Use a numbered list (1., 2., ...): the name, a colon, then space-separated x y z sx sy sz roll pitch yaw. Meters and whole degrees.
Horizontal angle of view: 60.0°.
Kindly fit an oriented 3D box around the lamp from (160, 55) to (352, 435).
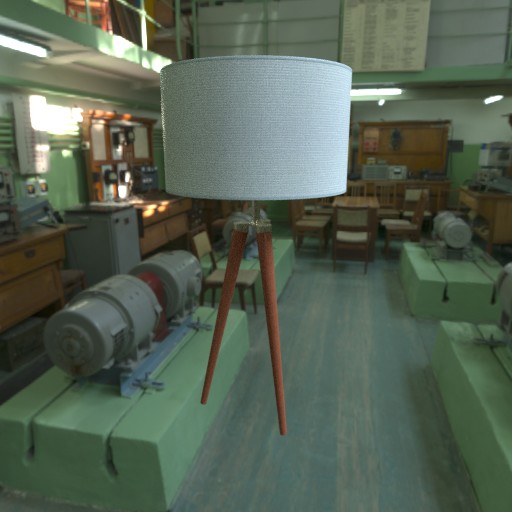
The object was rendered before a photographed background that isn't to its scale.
1. lamp: 0.000 0.000 0.922 0.354 0.709 0.355 3 15 10
